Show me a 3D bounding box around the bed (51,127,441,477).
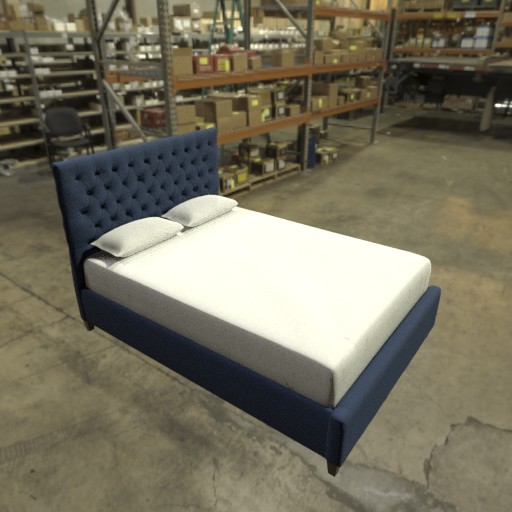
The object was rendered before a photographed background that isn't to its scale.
[{"bbox_3d":[0.000,0.000,3.373,2.387,1.427,1.706,18,32,32],"label":"bed"}]
